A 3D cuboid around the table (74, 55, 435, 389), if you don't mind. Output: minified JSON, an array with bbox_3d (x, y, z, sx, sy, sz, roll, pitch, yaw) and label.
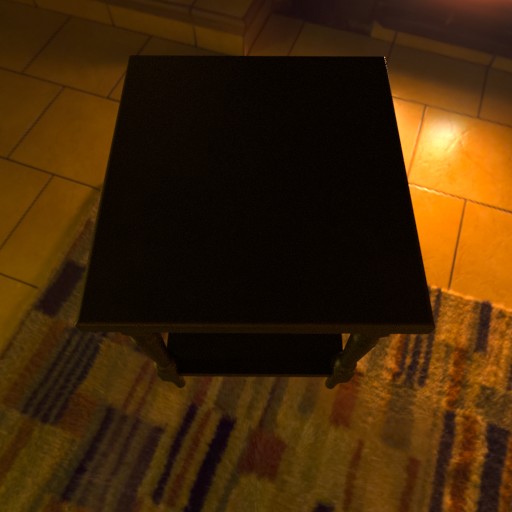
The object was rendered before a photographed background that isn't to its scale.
[{"bbox_3d":[0.000,0.000,0.900,0.442,0.565,0.488,0,63,0],"label":"table"}]
